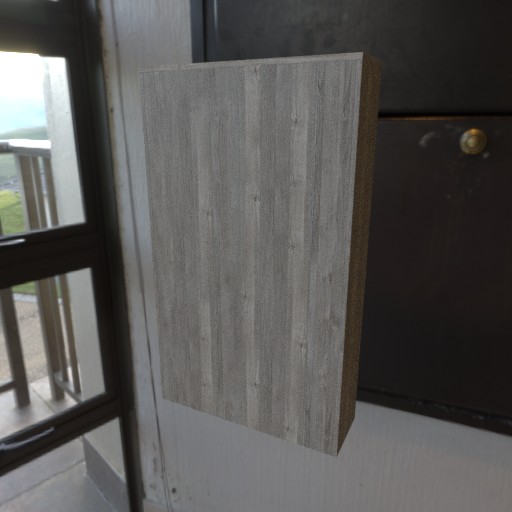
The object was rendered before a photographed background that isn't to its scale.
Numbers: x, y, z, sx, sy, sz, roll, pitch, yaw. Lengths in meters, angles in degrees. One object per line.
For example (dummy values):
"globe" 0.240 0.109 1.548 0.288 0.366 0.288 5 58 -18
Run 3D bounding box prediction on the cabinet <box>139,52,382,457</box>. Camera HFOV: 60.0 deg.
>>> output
"cabinet" 0.000 0.000 1.607 0.750 1.280 0.250 8 19 26
